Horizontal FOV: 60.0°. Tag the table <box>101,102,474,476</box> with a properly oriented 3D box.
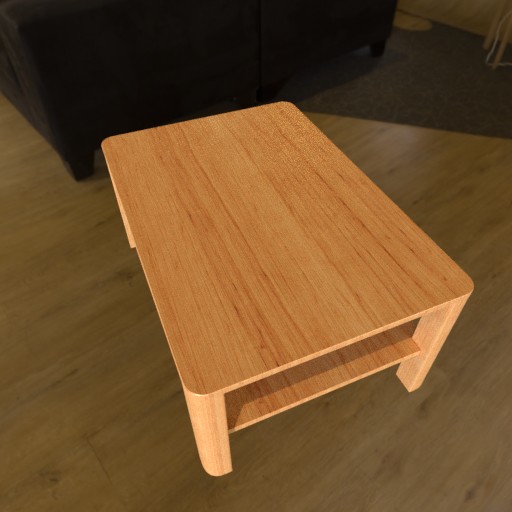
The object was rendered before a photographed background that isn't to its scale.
[{"bbox_3d":[0.000,0.000,1.393,0.696,0.445,0.997,-17,48,-16],"label":"table"}]
